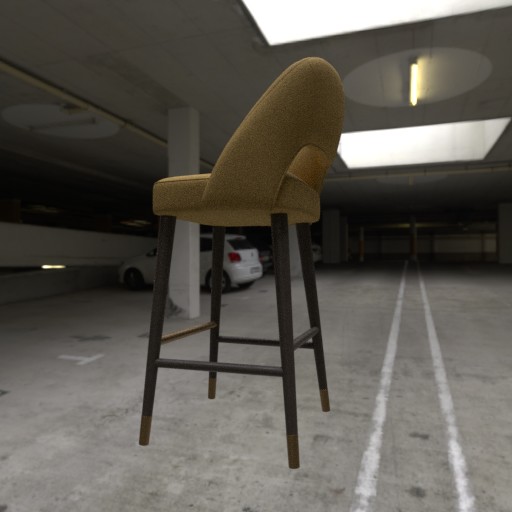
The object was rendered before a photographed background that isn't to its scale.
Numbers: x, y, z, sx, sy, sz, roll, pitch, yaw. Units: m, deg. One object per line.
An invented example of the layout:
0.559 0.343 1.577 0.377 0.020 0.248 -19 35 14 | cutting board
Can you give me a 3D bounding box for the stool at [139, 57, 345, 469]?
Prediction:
0.000 0.000 1.342 0.522 1.032 0.536 0 -1 19 | stool
